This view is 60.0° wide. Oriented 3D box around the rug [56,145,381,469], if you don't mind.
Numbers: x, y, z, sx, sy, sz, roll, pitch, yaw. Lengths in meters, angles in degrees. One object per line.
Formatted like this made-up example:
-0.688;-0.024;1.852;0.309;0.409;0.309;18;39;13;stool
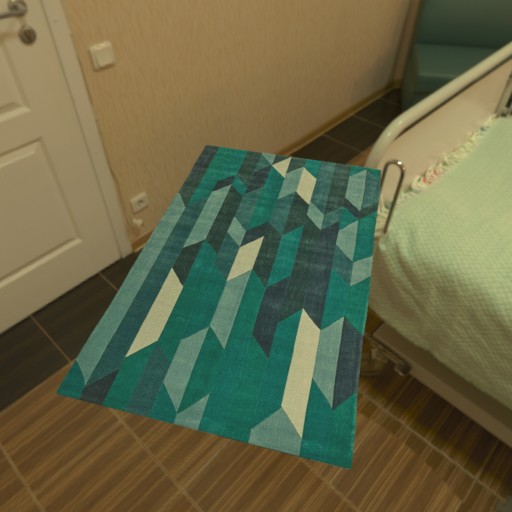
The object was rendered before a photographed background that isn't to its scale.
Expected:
0.000;0.000;2.971;1.528;0.005;2.420;10;47;10;rug
